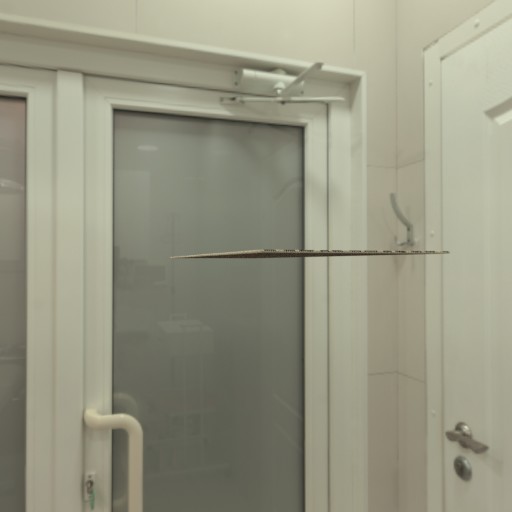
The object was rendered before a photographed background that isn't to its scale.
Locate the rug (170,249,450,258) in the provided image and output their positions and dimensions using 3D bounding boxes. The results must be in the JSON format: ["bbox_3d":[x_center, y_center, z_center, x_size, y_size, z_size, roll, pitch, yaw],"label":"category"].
[{"bbox_3d":[0.000,0.000,2.700,0.750,0.009,2.435,0,-1,-18],"label":"rug"}]
